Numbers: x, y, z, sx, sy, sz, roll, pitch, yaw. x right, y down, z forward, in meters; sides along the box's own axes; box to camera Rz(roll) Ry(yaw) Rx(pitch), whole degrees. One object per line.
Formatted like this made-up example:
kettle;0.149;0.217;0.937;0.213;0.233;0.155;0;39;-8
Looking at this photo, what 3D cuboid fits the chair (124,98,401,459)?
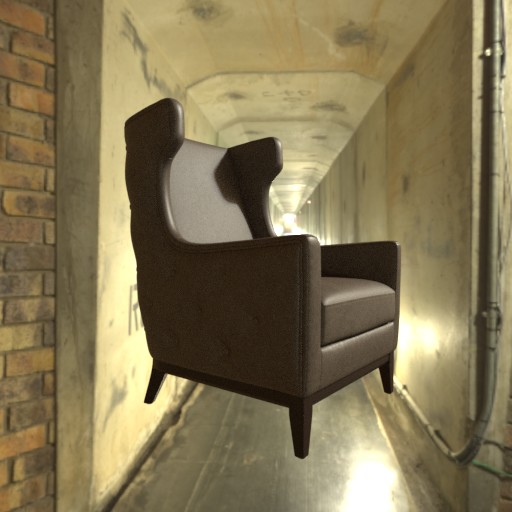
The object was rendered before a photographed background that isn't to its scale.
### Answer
chair;0.000;0.000;1.693;0.899;1.079;0.769;0;1;36
